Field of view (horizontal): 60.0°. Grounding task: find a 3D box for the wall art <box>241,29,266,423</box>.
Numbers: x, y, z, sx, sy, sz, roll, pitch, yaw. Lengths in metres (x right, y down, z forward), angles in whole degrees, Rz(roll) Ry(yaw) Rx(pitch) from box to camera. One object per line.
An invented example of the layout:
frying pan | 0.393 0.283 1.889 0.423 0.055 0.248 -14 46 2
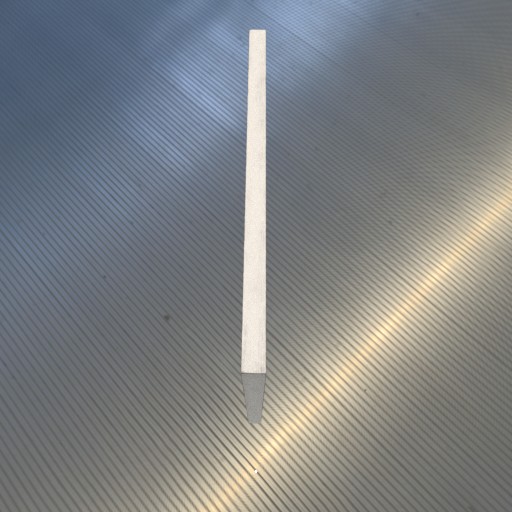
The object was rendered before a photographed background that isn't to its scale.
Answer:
wall art | 0.000 0.000 1.173 0.038 0.762 0.762 1 64 0
